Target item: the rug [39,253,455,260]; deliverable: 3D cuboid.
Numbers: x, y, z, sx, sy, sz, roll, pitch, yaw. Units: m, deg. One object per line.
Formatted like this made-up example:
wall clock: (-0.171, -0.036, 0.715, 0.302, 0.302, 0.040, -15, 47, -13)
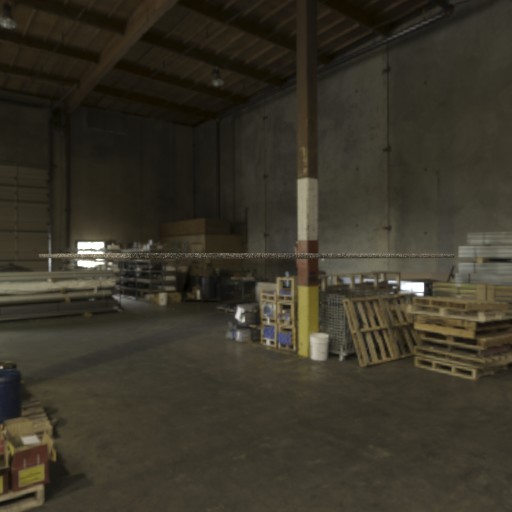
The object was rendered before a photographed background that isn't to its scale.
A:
rug: (0.000, 0.000, 2.952, 2.350, 0.025, 1.502, 0, 0, -38)
